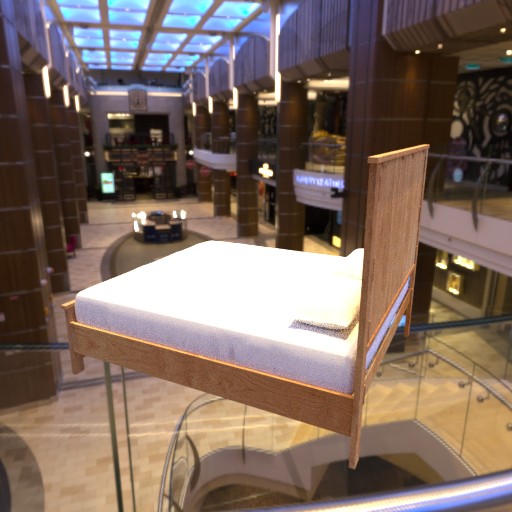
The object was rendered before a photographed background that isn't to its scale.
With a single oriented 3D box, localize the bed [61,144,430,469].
[{"bbox_3d":[0.000,0.000,4.031,2.530,1.938,2.225,8,18,26],"label":"bed"}]
